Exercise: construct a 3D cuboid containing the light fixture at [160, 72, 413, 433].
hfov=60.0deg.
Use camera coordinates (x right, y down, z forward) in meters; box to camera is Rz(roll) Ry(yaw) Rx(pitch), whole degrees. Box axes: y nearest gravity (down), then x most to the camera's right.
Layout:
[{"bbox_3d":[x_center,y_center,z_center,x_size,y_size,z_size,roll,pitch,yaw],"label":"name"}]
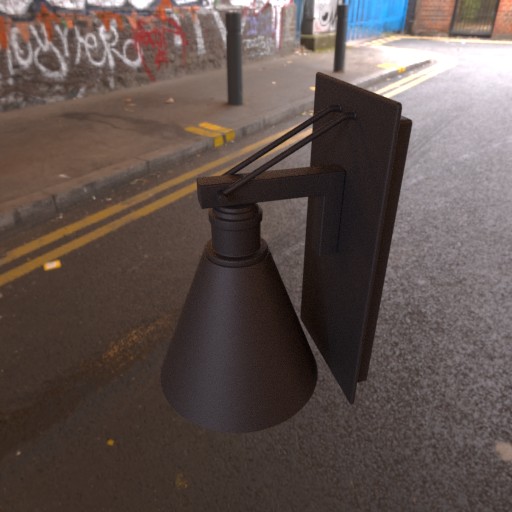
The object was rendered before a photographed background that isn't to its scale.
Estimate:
[{"bbox_3d":[0.000,0.000,0.419,0.207,0.298,0.170,-8,32,-14],"label":"light fixture"}]
